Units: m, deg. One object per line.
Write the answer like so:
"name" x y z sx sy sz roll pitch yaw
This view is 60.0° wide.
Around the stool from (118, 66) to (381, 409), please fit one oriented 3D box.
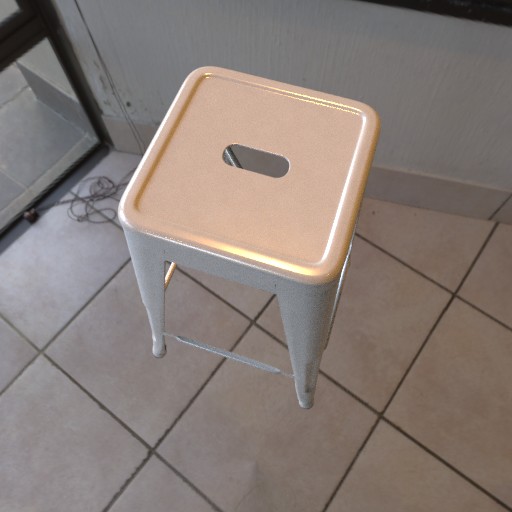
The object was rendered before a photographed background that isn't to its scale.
"stool" 0.000 0.000 0.861 0.406 0.610 0.406 17 66 8
